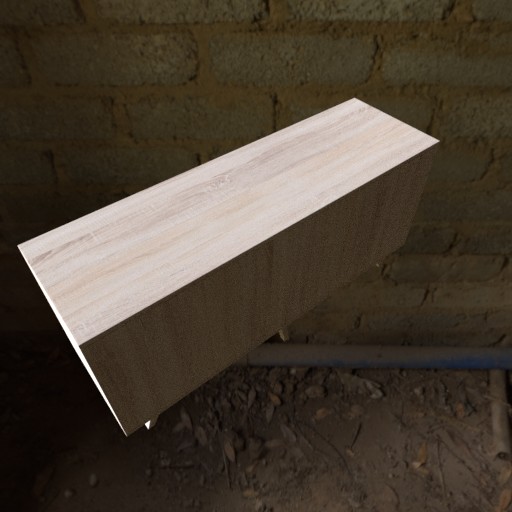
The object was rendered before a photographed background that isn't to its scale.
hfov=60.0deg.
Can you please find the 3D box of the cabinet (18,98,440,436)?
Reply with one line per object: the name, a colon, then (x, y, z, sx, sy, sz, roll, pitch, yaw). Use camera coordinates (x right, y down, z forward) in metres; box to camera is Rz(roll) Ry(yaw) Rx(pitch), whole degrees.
cabinet: (0.000, 0.000, 1.990, 1.650, 0.780, 0.500, -30, 54, -25)
